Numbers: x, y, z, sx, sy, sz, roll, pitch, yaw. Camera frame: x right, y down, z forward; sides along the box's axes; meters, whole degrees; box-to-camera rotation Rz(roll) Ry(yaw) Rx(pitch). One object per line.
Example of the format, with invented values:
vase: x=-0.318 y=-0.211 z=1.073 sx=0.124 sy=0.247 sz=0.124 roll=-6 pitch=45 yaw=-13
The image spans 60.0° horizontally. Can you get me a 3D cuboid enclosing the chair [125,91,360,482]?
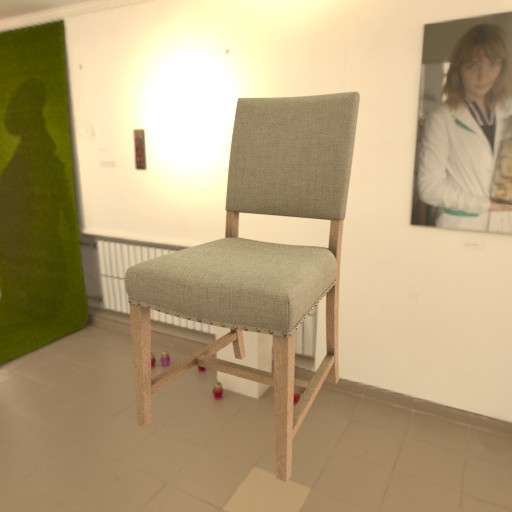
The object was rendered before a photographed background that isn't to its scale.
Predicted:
chair: x=0.000 y=0.000 z=1.368 sx=0.508 sy=0.986 sz=0.622 roll=8 pitch=16 yaw=27
